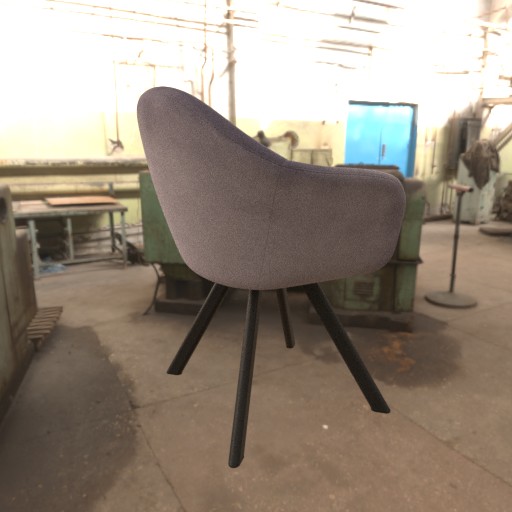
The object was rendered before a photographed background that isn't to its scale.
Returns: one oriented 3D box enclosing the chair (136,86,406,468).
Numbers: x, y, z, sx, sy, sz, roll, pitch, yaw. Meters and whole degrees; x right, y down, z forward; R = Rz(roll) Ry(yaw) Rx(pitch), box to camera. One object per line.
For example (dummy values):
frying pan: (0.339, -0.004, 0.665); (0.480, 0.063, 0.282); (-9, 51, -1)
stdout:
chair: (0.000, 0.000, 1.127); (0.540, 0.780, 0.570); (-7, 15, -27)
